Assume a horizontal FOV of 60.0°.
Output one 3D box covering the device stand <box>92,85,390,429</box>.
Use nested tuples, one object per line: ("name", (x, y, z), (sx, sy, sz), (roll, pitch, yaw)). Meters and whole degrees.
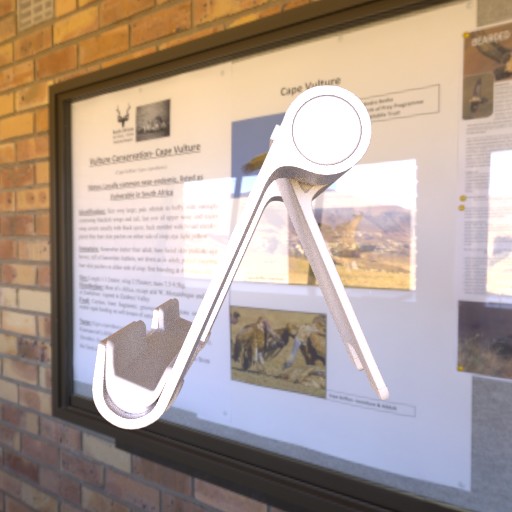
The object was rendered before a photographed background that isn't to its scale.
("device stand", (0.000, 0.000, 0.150), (0.079, 0.084, 0.086), (0, 2, 1))
